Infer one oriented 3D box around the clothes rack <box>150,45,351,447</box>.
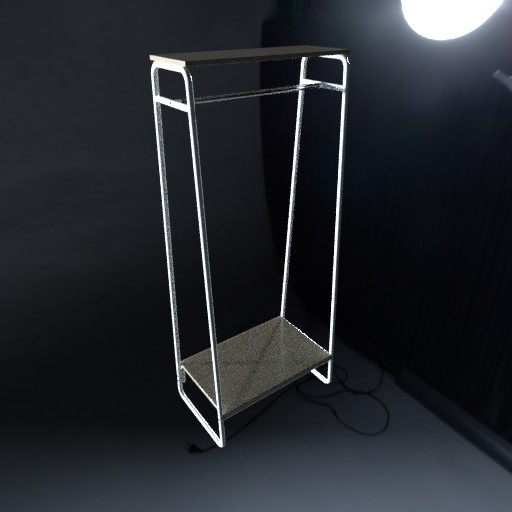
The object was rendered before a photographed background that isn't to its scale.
[{"bbox_3d":[0.000,0.000,1.803,0.640,1.512,0.400,-20,35,-31],"label":"clothes rack"}]
